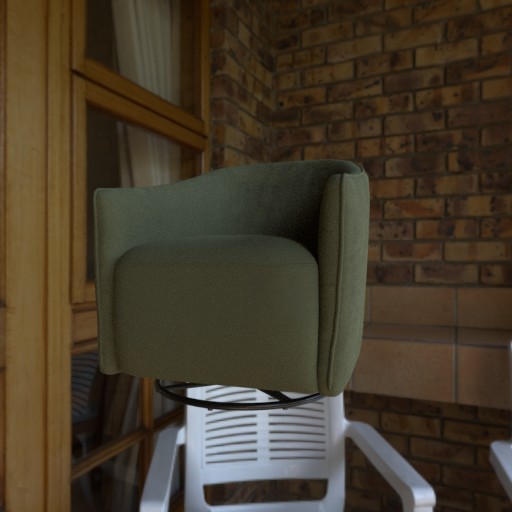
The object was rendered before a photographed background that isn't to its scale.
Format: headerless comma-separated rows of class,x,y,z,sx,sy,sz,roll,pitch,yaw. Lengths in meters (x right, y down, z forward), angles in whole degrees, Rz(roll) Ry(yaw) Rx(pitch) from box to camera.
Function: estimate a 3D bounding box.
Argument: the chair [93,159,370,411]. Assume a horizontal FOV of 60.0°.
chair,0.000,0.000,1.497,0.747,0.799,0.875,0,0,18
